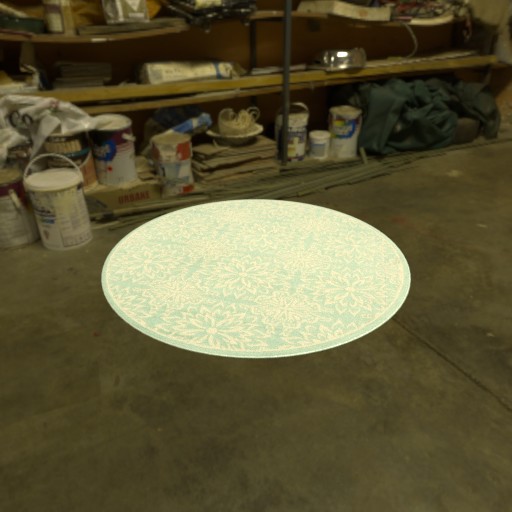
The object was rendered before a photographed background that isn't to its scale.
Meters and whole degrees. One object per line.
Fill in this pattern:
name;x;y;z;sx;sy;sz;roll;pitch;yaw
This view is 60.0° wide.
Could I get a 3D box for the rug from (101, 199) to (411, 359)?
rug;0.000;0.000;2.384;1.593;0.012;1.593;0;29;0
